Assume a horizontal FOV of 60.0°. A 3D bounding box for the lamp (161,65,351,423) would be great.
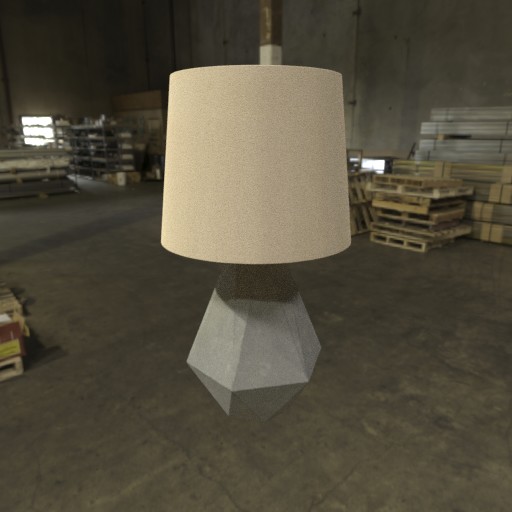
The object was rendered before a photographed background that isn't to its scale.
[{"bbox_3d":[0.000,0.000,0.666,0.276,0.501,0.276,0,16,0],"label":"lamp"}]
